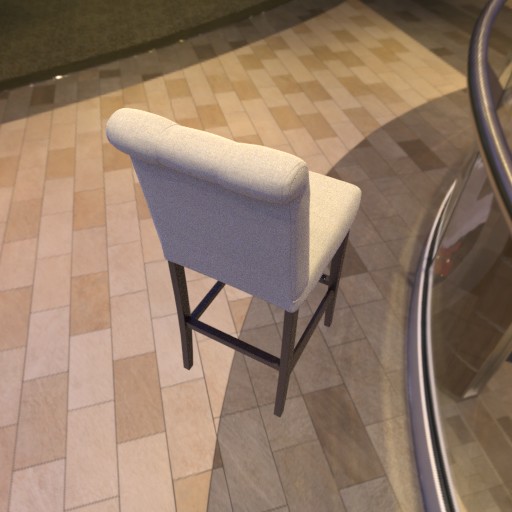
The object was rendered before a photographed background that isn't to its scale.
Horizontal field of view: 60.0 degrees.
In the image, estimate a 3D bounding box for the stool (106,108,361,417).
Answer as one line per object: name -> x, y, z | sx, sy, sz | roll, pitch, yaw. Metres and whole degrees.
stool -> 0.000, 0.000, 1.462 | 0.493, 1.140, 0.601 | 21, 49, 20
